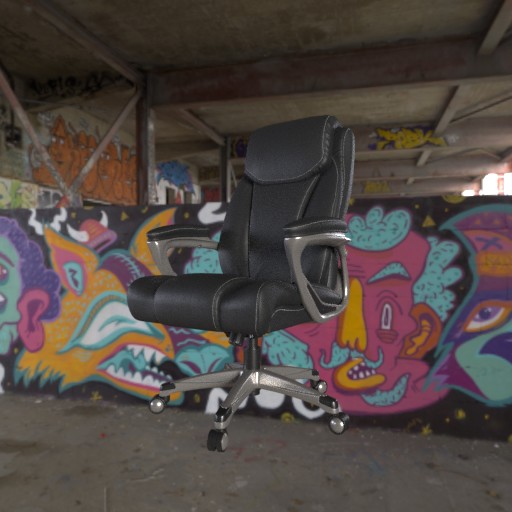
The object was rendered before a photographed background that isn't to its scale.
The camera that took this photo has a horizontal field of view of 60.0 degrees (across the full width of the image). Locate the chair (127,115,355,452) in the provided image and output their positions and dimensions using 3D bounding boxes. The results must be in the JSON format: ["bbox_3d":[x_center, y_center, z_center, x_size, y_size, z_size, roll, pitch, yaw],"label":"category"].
[{"bbox_3d":[0.000,0.000,1.664,0.741,1.167,0.784,0,0,35],"label":"chair"}]
